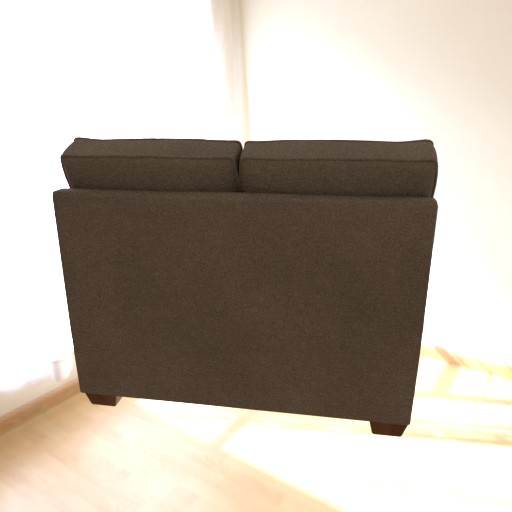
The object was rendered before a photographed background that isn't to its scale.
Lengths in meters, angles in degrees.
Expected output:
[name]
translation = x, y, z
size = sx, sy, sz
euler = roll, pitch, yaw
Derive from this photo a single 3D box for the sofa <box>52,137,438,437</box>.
[sofa]
translation = 0.000, 0.000, 1.909
size = 1.237, 1.008, 0.951
euler = 3, 17, 9
